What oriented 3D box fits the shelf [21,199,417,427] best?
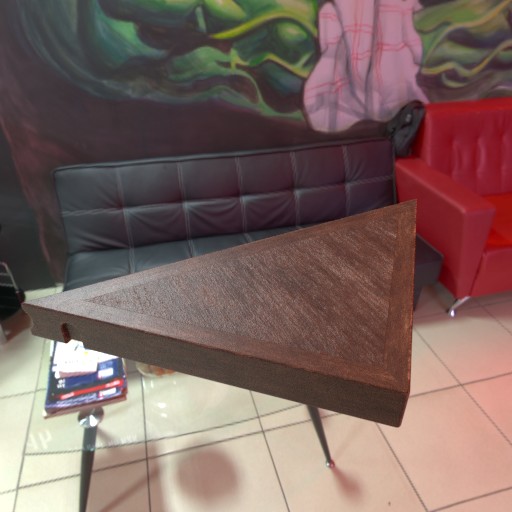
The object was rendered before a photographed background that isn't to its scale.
[{"bbox_3d":[0.000,0.000,0.440,0.296,0.035,0.296,10,34,15],"label":"shelf"}]
